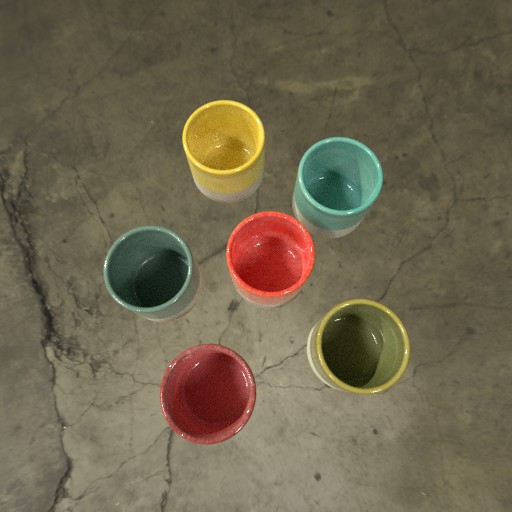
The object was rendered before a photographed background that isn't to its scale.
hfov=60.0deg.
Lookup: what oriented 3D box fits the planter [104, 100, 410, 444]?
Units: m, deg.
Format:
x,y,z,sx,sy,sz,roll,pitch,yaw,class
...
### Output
x,y,z,sx,sy,sz,roll,pitch,yaw,class
0.000,0.000,0.409,0.257,0.075,0.286,-18,76,-5,planter
